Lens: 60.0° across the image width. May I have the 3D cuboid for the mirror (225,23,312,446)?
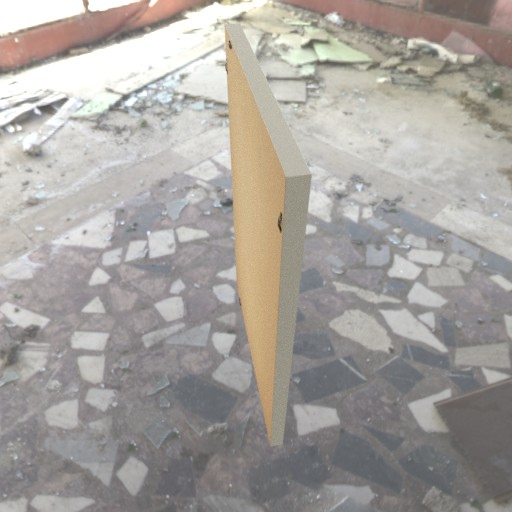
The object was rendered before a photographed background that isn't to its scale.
[{"bbox_3d":[0.000,0.000,1.135,0.041,0.914,0.609,-8,46,-7],"label":"mirror"}]
